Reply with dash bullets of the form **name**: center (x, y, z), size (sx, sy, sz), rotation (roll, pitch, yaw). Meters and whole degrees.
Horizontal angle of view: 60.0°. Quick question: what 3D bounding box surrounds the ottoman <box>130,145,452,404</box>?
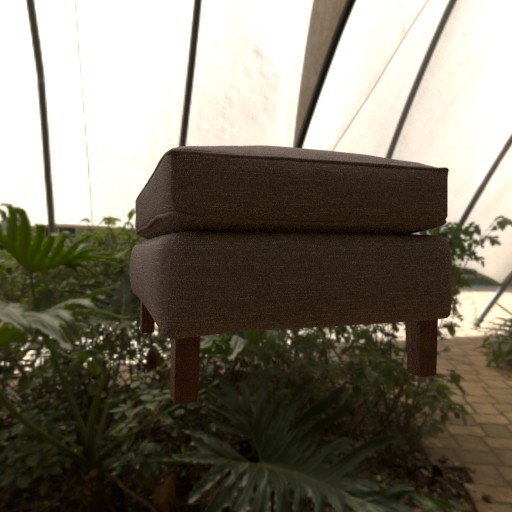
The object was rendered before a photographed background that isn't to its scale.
- **ottoman**: center (0.000, 0.000, 0.963), size (0.508, 0.406, 0.686), rotation (0, 1, -19)
